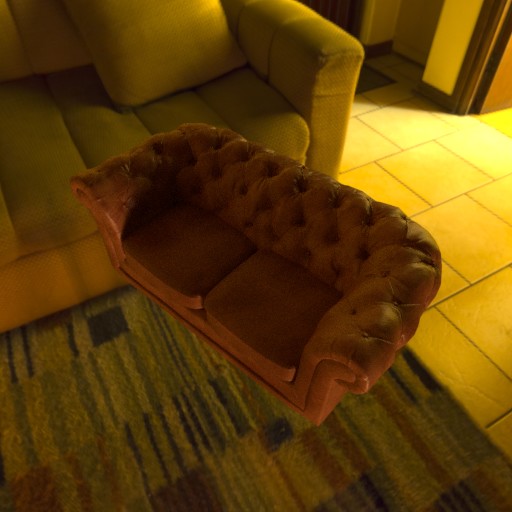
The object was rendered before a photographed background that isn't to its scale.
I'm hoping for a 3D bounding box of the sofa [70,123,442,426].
[{"bbox_3d":[0.000,0.000,2.601,1.979,0.877,1.042,32,54,26],"label":"sofa"}]
